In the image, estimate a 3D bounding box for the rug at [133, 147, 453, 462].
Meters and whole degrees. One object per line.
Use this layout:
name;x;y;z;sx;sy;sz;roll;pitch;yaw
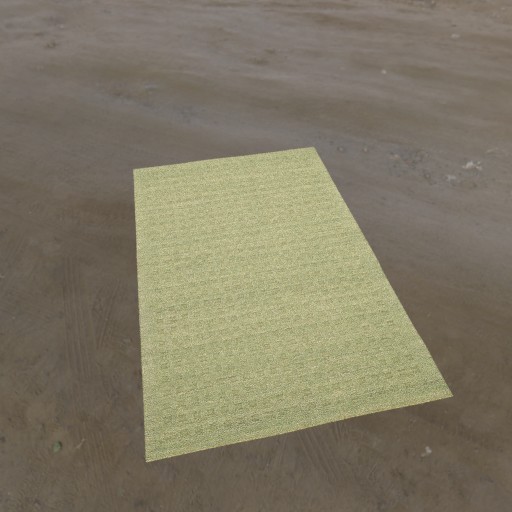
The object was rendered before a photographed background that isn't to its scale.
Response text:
rug;0.000;0.000;2.177;1.143;0.006;1.747;-9;47;-8
